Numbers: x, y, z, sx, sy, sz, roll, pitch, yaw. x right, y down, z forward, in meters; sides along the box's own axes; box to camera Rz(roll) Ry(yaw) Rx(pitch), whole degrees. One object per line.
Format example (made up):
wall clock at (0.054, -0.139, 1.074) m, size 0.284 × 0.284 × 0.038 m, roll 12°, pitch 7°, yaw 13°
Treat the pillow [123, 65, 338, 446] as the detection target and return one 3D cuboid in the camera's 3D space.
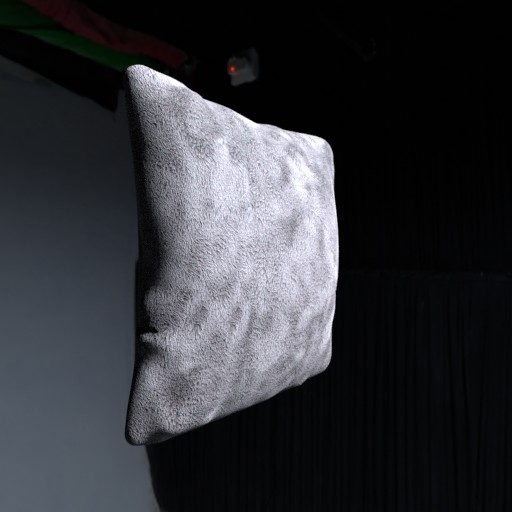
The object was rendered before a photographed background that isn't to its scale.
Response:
pillow at (0.000, 0.000, 0.783) m, size 0.204 × 0.520 × 0.522 m, roll 1°, pitch 1°, yaw 38°
